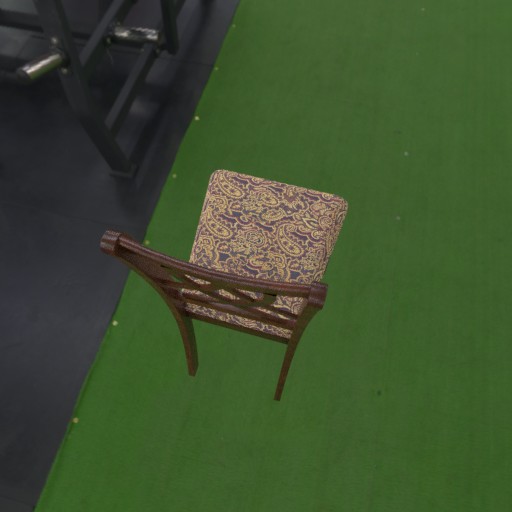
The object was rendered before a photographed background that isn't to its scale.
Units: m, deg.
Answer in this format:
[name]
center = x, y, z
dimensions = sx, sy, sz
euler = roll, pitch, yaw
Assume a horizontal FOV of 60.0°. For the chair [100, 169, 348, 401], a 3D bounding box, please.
[chair]
center = 0.000, 0.000, 1.275
dimensions = 0.457, 0.965, 0.584
euler = 14, 64, 7
